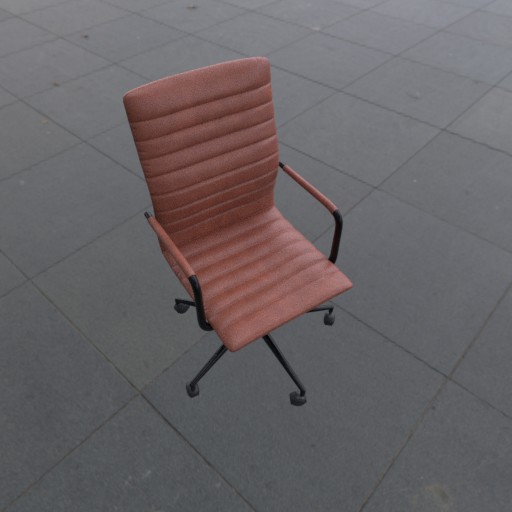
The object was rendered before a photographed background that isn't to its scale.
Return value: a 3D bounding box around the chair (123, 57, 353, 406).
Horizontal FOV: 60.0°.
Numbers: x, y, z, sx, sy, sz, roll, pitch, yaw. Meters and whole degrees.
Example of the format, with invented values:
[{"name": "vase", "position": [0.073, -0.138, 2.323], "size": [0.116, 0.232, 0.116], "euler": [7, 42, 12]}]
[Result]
[{"name": "chair", "position": [0.000, 0.000, 1.272], "size": [0.600, 0.878, 0.578], "euler": [-25, 51, -22]}]
